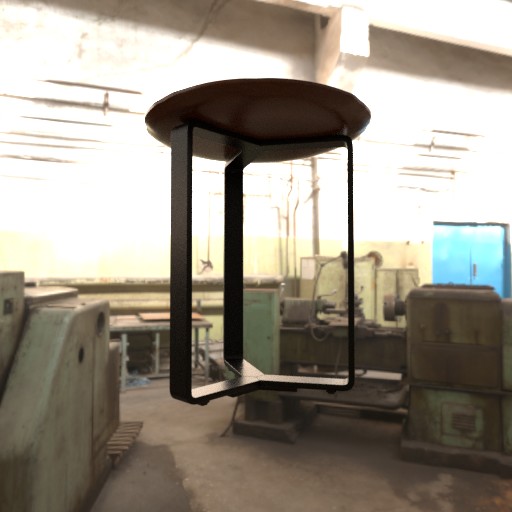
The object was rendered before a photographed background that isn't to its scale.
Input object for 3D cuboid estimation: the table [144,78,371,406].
[{"bbox_3d":[0.000,0.000,0.770,0.380,0.450,0.410,0,-2,-17],"label":"table"}]
